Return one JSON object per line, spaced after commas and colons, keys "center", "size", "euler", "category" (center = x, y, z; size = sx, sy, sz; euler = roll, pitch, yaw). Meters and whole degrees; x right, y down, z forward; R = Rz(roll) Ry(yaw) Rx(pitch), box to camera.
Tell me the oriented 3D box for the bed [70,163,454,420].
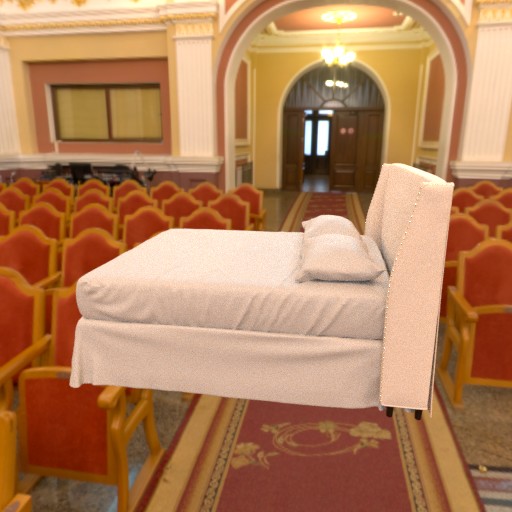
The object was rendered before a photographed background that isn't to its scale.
{"center": [0.000, 0.000, 3.356], "size": [2.276, 1.332, 1.925], "euler": [2, 15, 9], "category": "bed"}
